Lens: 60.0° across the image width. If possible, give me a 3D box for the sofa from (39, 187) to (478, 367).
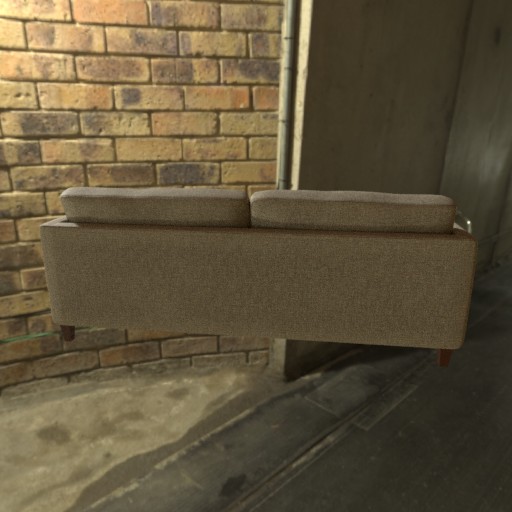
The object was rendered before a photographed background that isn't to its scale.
[{"bbox_3d":[0.000,0.000,2.907,2.434,0.951,0.948,2,17,7],"label":"sofa"}]
